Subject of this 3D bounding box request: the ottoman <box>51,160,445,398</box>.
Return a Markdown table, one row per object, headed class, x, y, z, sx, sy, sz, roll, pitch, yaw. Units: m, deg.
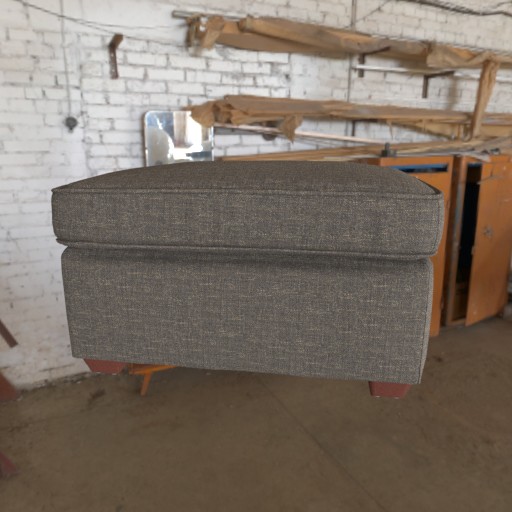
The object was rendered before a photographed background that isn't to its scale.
| class | x | y | z | sx | sy | sz | roll | pitch | yaw |
| --- | --- | --- | --- | --- | --- | --- | --- | --- | --- |
| ottoman | 0.000 | 0.000 | 1.077 | 0.749 | 0.450 | 0.549 | 2 | 15 | 9 |
